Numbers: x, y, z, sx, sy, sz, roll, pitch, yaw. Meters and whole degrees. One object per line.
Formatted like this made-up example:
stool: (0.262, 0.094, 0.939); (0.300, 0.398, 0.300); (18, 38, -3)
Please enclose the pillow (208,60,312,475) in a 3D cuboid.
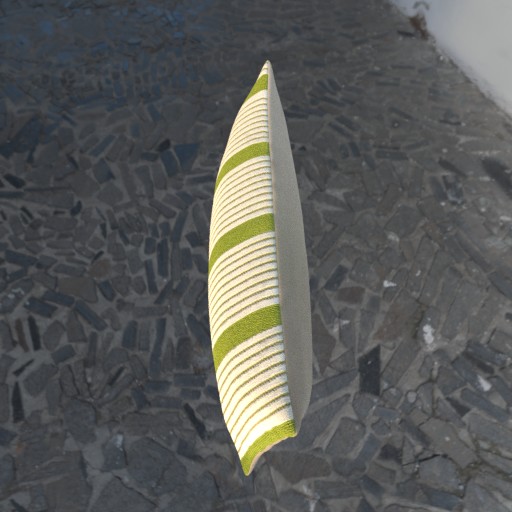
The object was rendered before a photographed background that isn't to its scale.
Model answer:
pillow: (0.000, 0.000, 0.717); (0.156, 0.292, 0.608); (-2, 57, -1)
